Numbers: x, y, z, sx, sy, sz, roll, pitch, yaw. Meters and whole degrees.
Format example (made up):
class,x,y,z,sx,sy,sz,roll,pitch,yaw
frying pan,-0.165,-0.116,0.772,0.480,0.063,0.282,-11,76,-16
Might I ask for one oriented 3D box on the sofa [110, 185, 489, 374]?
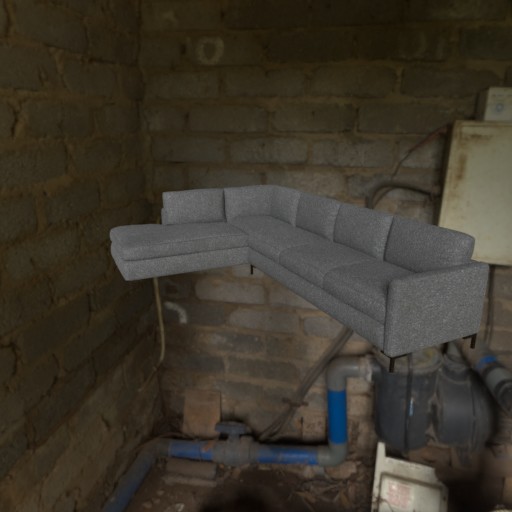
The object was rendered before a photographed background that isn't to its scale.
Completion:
class,x,y,z,sx,sy,sz,roll,pitch,yaw
sofa,0.000,0.000,3.772,2.007,0.815,2.949,-8,19,-25
